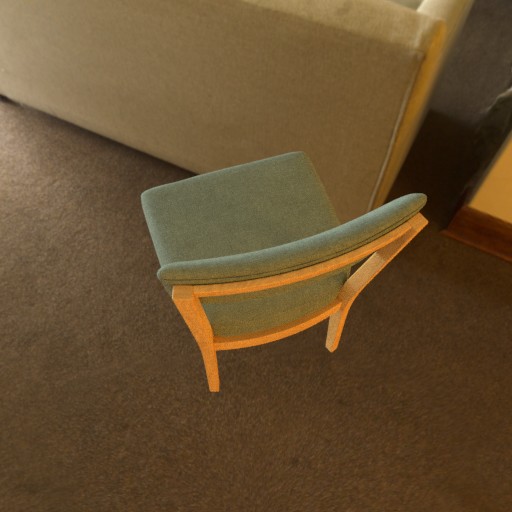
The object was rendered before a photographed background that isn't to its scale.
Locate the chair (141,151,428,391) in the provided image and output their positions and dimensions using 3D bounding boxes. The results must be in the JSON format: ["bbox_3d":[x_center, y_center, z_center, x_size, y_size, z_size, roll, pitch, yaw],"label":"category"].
[{"bbox_3d":[0.000,0.000,1.191,0.508,0.832,0.572,-16,60,-10],"label":"chair"}]
